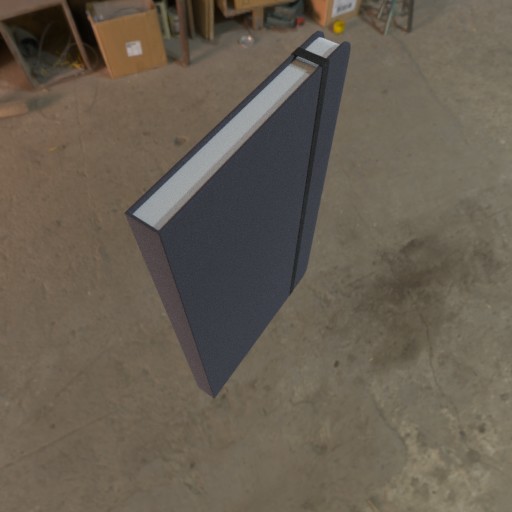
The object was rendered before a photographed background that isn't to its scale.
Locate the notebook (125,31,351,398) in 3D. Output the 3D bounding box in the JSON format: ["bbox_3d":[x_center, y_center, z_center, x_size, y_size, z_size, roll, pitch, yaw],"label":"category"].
[{"bbox_3d":[0.000,0.000,0.258,0.016,0.213,0.127,31,64,17],"label":"notebook"}]
